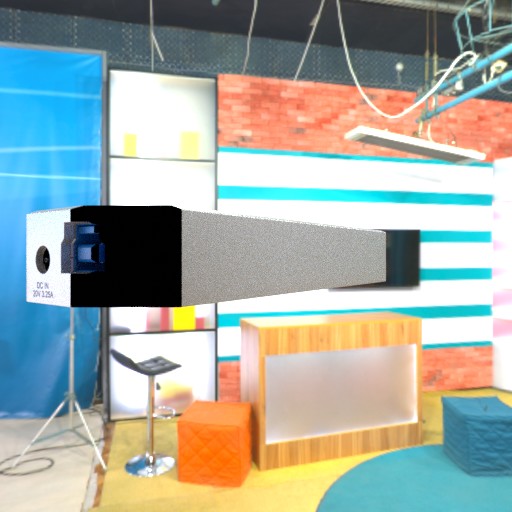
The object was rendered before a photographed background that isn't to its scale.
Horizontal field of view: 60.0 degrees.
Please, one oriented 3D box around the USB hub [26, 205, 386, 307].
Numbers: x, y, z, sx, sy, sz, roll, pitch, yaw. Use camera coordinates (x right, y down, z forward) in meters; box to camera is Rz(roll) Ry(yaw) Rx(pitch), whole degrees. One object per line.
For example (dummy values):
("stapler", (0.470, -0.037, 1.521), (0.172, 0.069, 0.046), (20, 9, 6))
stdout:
("USB hub", (0.000, 0.000, 0.159), (0.044, 0.023, 0.145), (0, 0, 37))
